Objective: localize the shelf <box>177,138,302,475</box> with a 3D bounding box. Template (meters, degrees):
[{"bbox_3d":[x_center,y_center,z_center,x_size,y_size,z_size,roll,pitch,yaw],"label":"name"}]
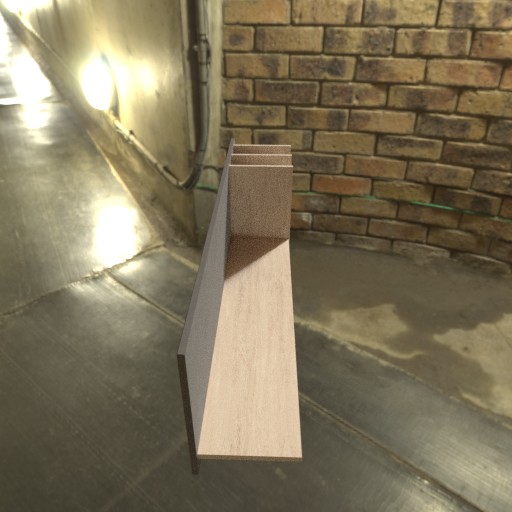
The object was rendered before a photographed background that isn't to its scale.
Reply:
[{"bbox_3d":[0.000,0.000,1.153,0.200,0.300,1.020,1,32,2],"label":"shelf"}]
